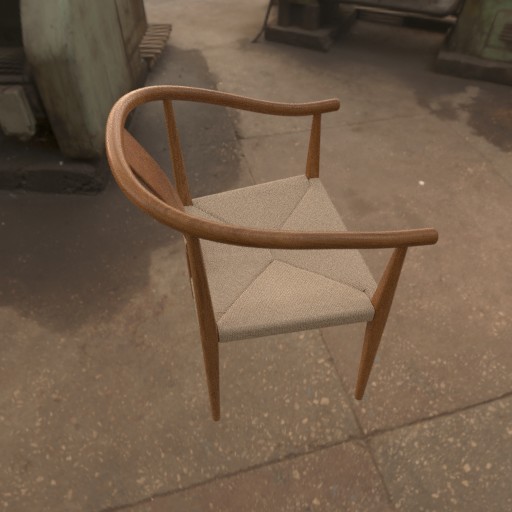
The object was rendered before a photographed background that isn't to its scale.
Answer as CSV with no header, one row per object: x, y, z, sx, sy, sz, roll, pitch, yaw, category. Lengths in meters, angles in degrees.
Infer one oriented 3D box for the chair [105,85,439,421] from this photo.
0.000,0.000,1.154,0.579,0.800,0.556,-9,47,-9,chair
